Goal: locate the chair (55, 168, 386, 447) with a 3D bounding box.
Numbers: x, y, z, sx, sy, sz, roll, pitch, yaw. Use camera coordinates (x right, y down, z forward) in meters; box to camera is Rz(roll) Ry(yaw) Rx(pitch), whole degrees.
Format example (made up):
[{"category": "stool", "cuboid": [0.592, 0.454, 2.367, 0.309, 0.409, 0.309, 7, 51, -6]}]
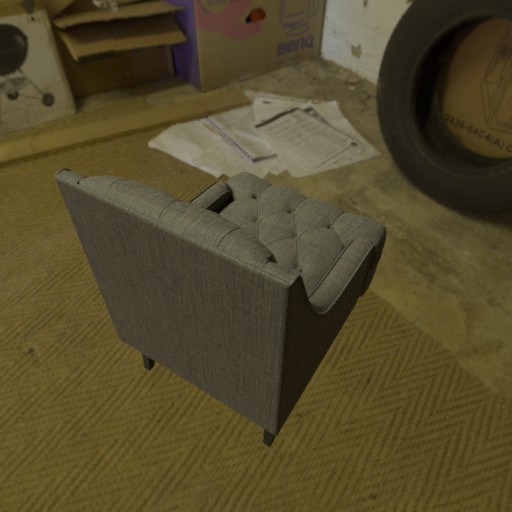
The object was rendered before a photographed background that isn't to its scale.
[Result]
[{"category": "chair", "cuboid": [0.000, 0.000, 1.441, 0.655, 0.891, 0.771, 24, 51, 22]}]
